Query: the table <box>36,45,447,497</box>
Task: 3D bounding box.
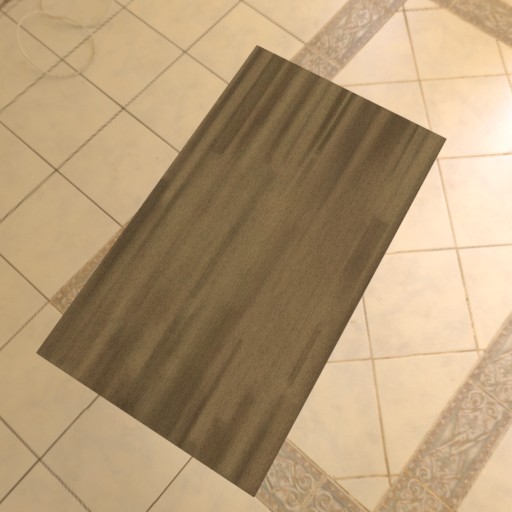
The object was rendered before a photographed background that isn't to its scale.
[{"bbox_3d":[0.000,0.000,1.363,0.643,0.347,1.088,30,76,8],"label":"table"}]
